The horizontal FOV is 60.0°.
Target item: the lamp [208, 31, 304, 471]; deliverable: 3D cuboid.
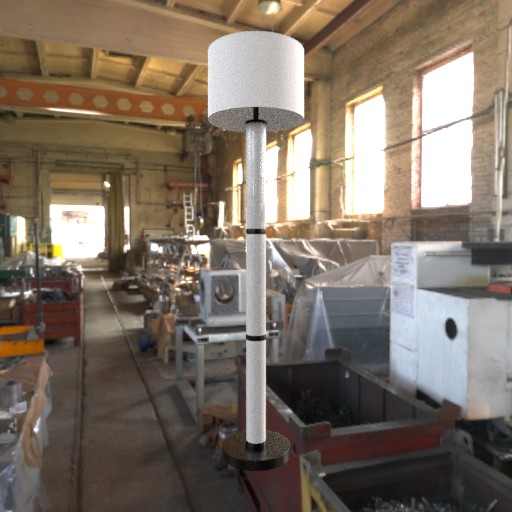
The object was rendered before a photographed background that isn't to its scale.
[{"bbox_3d":[0.000,0.000,1.766,0.377,1.599,0.377,2,3,36],"label":"lamp"}]
